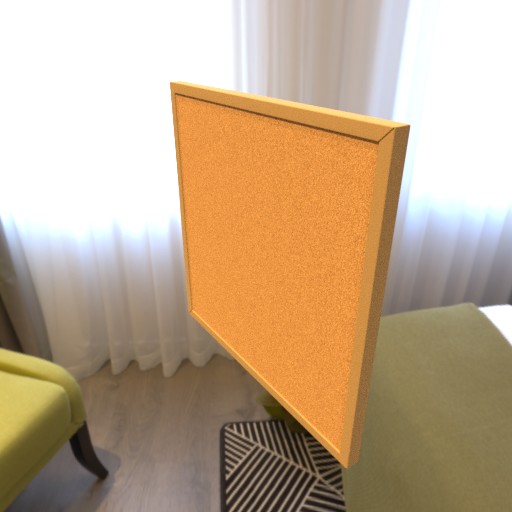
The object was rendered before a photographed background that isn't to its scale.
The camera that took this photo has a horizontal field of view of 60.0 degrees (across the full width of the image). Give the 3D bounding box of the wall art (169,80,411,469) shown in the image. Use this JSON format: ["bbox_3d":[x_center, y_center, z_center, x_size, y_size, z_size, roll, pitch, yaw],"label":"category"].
[{"bbox_3d":[0.000,0.000,1.116,0.037,0.761,0.761,-18,32,-31],"label":"wall art"}]
